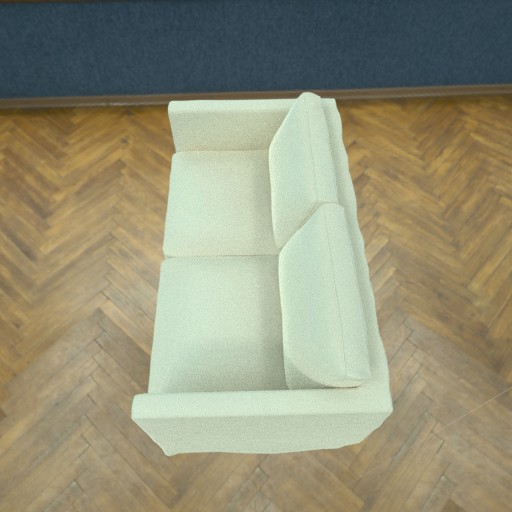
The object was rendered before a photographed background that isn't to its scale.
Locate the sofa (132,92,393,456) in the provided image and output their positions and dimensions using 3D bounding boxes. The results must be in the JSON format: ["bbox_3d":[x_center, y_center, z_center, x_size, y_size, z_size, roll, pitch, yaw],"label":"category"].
[{"bbox_3d":[0.000,0.000,2.265,0.962,0.834,1.746,-1,57,-1],"label":"sofa"}]
